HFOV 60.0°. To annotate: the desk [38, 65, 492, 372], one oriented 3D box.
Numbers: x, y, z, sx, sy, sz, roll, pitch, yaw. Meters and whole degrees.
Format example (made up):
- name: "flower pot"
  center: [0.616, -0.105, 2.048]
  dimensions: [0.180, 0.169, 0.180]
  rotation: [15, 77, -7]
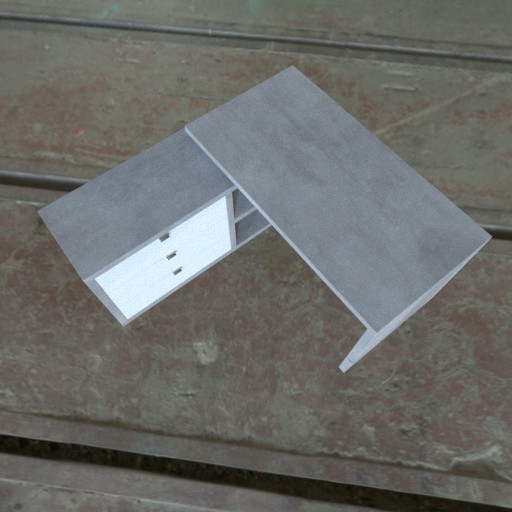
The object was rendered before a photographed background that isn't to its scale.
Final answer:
- name: "desk"
  center: [0.000, 0.000, 2.288]
  dimensions: [1.500, 0.740, 1.400]
  rotation: [-35, 69, -16]
